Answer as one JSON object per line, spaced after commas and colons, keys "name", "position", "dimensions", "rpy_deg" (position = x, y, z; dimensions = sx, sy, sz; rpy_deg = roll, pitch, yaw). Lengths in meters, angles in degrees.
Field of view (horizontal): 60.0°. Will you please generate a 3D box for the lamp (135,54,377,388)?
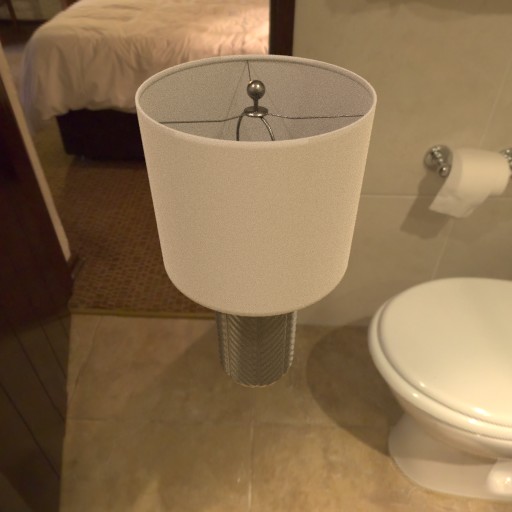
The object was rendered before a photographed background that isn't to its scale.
{"name": "lamp", "position": [0.000, 0.000, 0.501], "dimensions": [0.203, 0.389, 0.203], "rpy_deg": [-24, 46, -26]}
